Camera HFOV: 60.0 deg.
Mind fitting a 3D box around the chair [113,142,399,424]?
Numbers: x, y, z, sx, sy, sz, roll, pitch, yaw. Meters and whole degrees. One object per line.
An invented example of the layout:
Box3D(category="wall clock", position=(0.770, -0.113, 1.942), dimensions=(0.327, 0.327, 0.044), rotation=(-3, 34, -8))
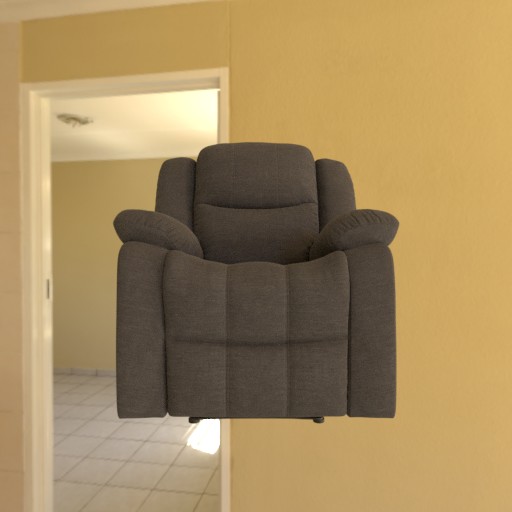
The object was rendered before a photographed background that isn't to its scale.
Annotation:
Box3D(category="chair", position=(0.000, 0.000, 1.684), dimensions=(0.899, 1.008, 0.944), rotation=(0, 1, 0))
